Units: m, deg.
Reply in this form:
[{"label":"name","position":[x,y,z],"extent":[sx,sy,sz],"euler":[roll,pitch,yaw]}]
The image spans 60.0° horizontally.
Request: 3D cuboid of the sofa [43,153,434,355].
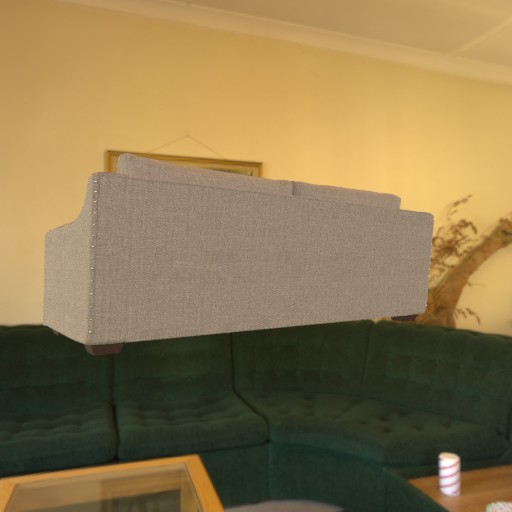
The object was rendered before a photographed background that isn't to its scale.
[{"label":"sofa","position":[0.000,0.000,2.697],"extent":[2.208,0.857,1.000],"euler":[1,-2,-35]}]
